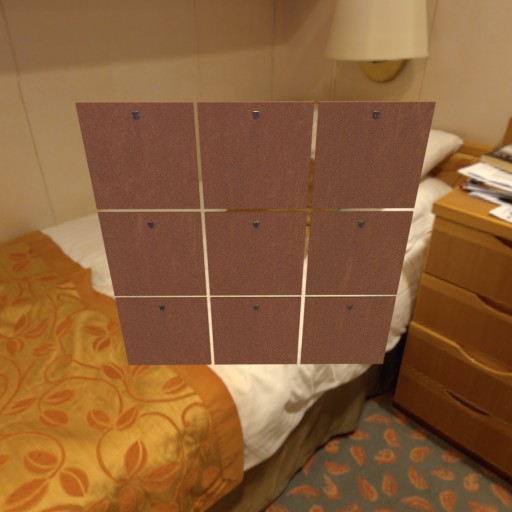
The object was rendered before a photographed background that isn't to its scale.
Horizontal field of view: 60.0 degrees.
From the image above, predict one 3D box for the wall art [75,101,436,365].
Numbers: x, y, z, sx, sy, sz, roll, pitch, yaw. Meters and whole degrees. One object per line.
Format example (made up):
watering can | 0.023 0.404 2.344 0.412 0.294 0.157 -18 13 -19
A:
wall art | 0.000 0.000 2.269 1.526 1.522 0.023 0 31 0
